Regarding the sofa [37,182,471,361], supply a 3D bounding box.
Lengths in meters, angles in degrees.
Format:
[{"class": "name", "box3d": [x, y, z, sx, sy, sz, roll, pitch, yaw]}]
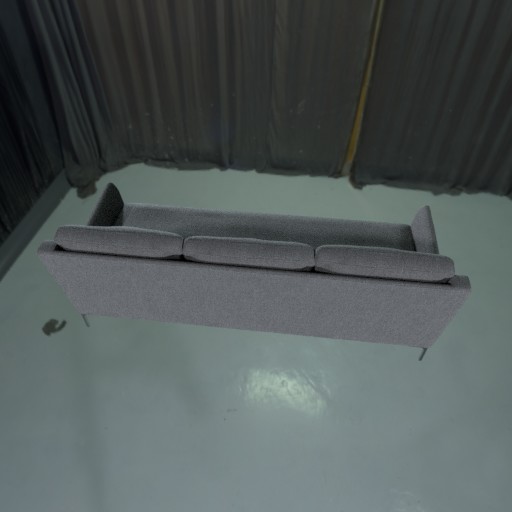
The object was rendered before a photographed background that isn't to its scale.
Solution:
[{"class": "sofa", "box3d": [0.000, 0.000, 2.571, 2.060, 0.837, 0.849, 5, 46, 5]}]
